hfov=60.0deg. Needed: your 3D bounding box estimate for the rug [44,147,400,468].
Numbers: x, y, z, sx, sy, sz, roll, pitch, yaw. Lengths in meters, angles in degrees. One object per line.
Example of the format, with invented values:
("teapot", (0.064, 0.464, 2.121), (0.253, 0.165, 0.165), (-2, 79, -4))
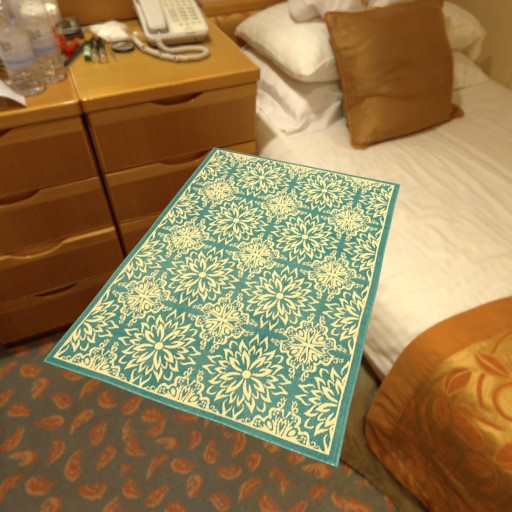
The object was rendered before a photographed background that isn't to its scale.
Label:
("rug", (0.000, 0.000, 2.844), (1.554, 0.012, 2.205), (14, 47, 14))
